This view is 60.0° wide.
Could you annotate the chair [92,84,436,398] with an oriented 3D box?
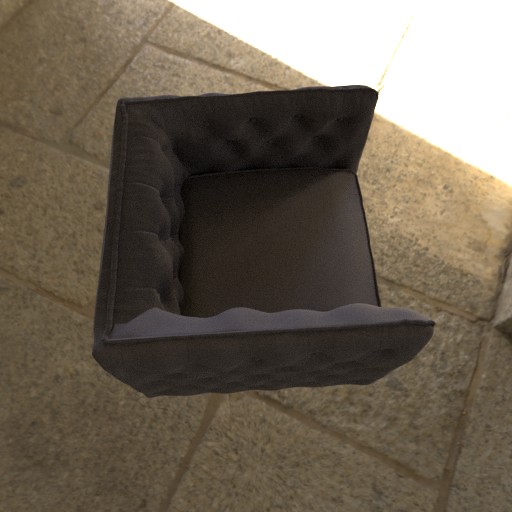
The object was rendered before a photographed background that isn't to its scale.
[{"bbox_3d":[0.000,0.000,1.650,0.913,0.807,0.946,-3,65,-2],"label":"chair"}]
